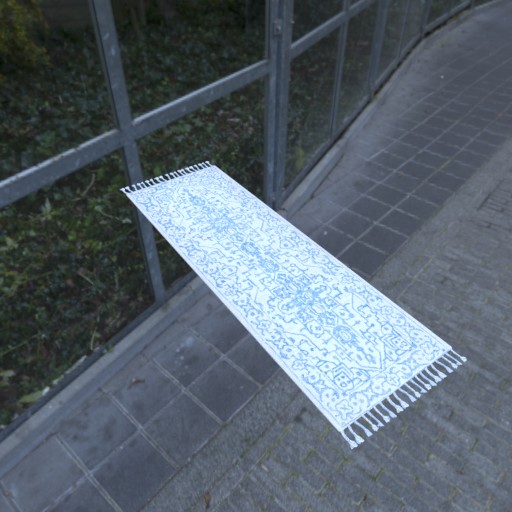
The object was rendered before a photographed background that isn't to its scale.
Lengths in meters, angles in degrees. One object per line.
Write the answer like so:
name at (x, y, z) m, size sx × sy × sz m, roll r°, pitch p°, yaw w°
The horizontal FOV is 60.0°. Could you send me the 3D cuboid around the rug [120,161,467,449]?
rug at (0.000, 0.000, 2.726) m, size 0.774 × 0.011 × 2.449 m, roll -24°, pitch 46°, yaw -26°
